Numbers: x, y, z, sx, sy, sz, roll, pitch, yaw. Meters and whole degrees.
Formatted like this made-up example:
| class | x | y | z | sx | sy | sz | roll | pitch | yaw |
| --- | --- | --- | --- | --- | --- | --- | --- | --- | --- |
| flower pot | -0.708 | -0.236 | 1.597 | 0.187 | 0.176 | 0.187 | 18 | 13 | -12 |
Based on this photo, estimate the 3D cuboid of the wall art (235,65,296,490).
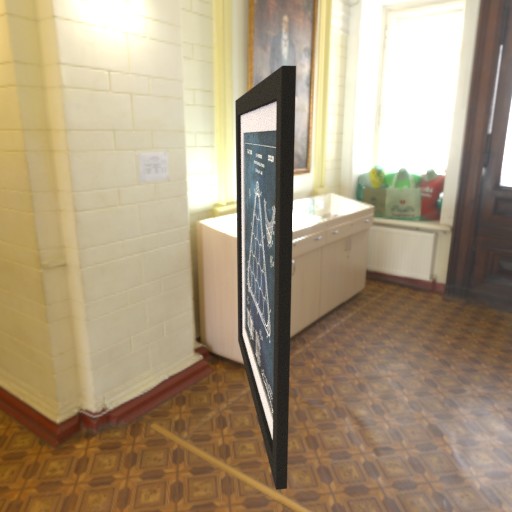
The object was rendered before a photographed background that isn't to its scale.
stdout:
| class | x | y | z | sx | sy | sz | roll | pitch | yaw |
| --- | --- | --- | --- | --- | --- | --- | --- | --- | --- |
| wall art | 0.000 | 0.000 | 0.509 | 0.010 | 0.361 | 0.311 | -2 | 15 | -8 |
